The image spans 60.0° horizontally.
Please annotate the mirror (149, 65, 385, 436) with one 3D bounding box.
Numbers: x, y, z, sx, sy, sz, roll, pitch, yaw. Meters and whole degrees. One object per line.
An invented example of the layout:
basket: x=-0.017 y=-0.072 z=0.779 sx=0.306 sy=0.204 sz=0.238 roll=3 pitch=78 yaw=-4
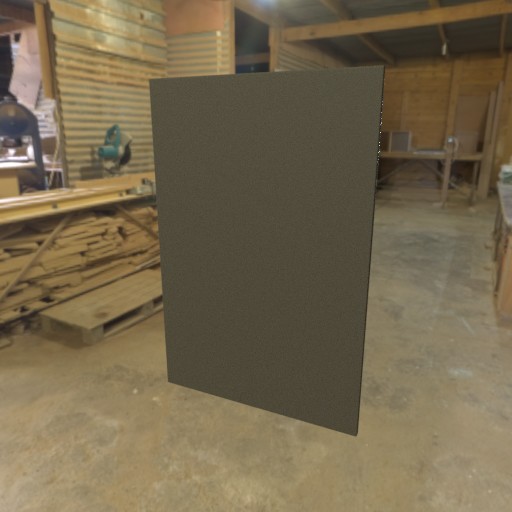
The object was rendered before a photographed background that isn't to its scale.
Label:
mirror: x=0.000 y=0.000 z=1.194 sx=0.613 sy=0.914 sz=0.039 roll=8 pitch=18 yaw=25
